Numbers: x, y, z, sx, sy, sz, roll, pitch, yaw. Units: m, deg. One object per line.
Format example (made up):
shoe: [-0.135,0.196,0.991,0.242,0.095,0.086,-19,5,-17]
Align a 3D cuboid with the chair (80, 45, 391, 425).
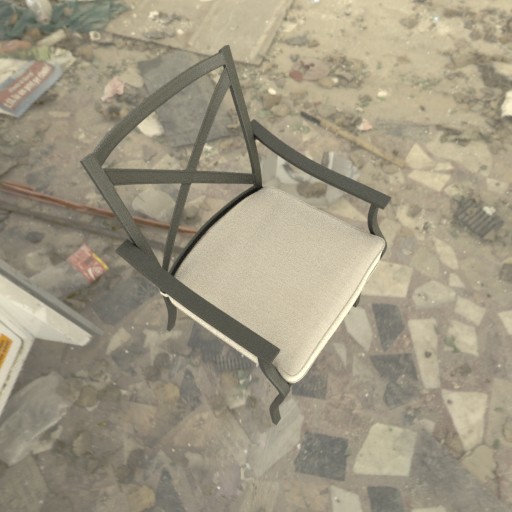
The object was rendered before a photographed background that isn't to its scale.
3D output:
chair: [0.000,0.000,1.313,0.620,0.889,0.575,32,64,18]
